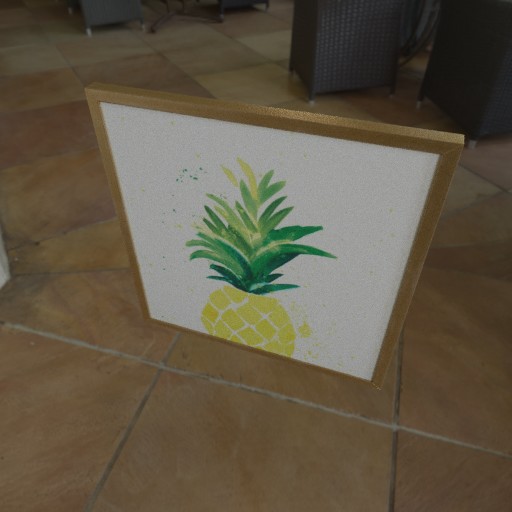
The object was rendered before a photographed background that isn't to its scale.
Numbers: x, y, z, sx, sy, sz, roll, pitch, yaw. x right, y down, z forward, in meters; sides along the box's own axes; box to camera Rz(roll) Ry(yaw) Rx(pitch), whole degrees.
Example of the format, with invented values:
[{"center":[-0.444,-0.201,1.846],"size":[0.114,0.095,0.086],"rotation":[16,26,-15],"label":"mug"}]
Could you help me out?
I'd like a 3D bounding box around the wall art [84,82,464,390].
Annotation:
[{"center":[0.000,0.000,1.112],"size":[0.762,0.760,0.037],"rotation":[13,43,14],"label":"wall art"}]
